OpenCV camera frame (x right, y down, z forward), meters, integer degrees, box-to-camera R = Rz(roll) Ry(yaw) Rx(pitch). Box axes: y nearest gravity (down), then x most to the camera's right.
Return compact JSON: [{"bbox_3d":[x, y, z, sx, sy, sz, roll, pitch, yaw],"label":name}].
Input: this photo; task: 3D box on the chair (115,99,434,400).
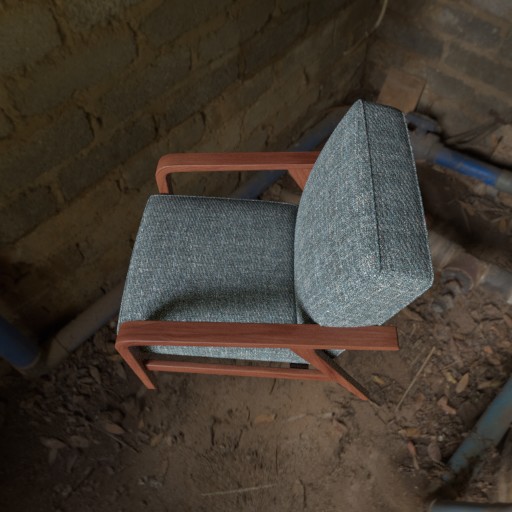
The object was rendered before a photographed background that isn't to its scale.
[{"bbox_3d":[0.000,0.000,1.487,0.889,0.864,0.719,3,58,2],"label":"chair"}]
